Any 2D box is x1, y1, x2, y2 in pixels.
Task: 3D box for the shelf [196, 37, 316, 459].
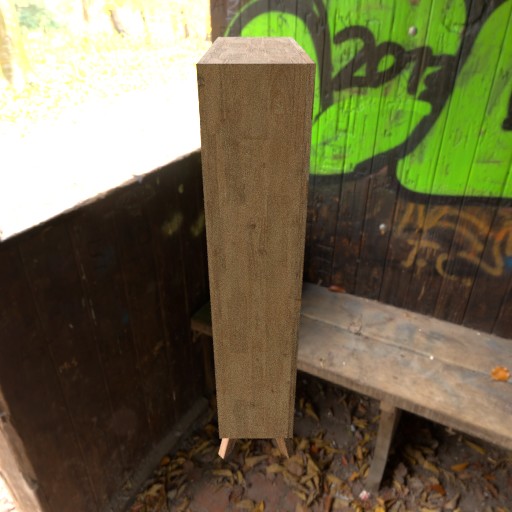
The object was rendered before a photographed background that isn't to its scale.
[{"bbox_3d":[0.000,0.000,1.717,0.308,1.471,0.748,0,31,0],"label":"shelf"}]
